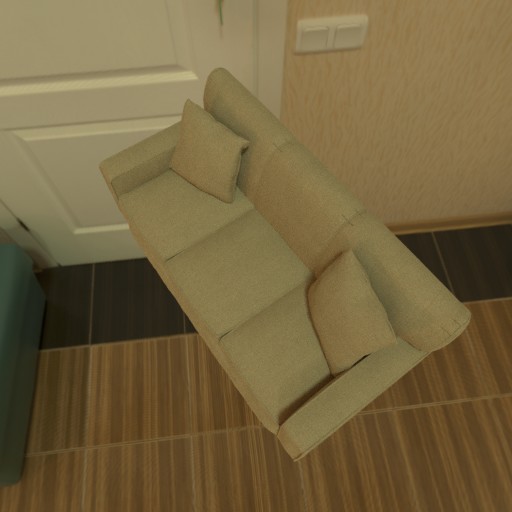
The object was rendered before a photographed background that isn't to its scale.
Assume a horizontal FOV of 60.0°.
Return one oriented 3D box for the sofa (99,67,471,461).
[{"bbox_3d":[0.000,0.000,2.579,0.997,0.958,2.024,-33,67,-16],"label":"sofa"}]
